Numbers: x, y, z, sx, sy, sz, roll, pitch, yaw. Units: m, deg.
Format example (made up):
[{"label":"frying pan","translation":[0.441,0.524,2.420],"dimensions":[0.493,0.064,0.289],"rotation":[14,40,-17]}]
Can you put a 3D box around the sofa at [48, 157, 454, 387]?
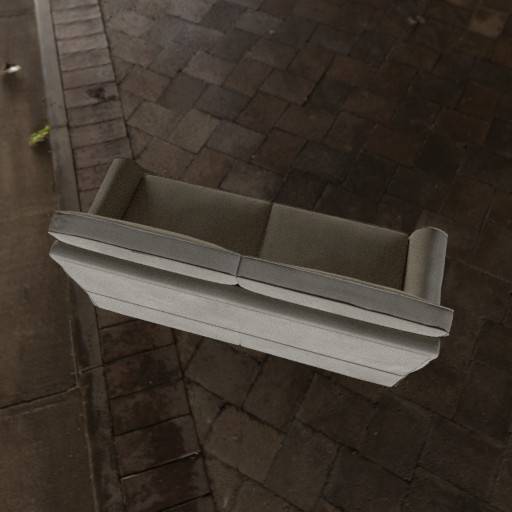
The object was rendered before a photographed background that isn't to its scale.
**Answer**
[{"label":"sofa","translation":[0.000,0.000,2.754],"dimensions":[2.246,1.014,0.900],"rotation":[14,64,7]}]
